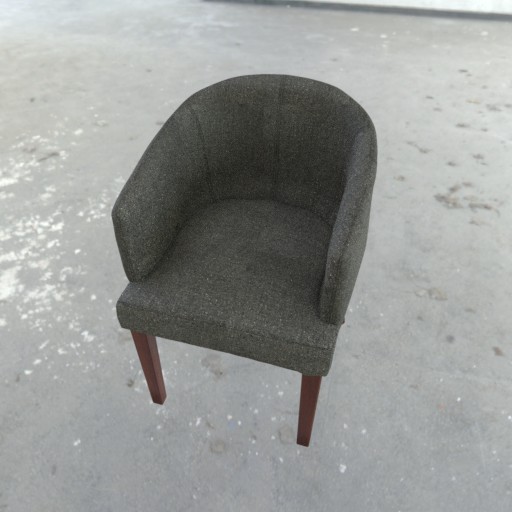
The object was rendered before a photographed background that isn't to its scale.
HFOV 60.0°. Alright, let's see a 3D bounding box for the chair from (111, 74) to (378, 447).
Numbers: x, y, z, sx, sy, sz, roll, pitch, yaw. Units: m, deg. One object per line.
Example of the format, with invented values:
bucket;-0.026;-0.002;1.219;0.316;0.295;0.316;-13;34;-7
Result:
chair;0.000;0.000;1.255;0.583;0.811;0.655;11;41;12
